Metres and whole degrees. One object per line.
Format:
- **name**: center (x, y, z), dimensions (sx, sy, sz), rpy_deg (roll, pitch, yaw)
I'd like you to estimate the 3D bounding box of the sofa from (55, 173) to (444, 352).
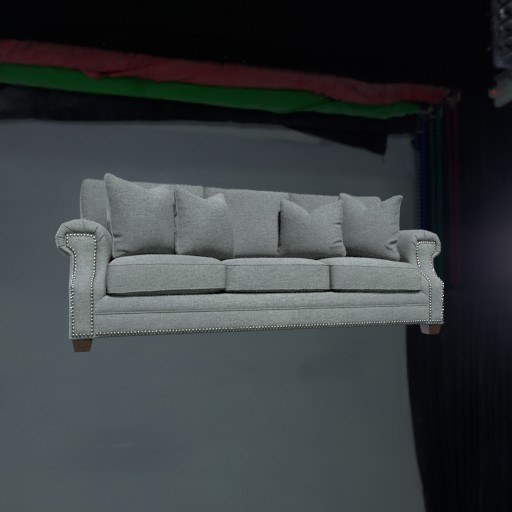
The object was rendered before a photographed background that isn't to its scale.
- **sofa**: center (0.000, 0.000, 2.876), dimensions (2.312, 0.975, 0.965), rpy_deg (1, -2, -17)
